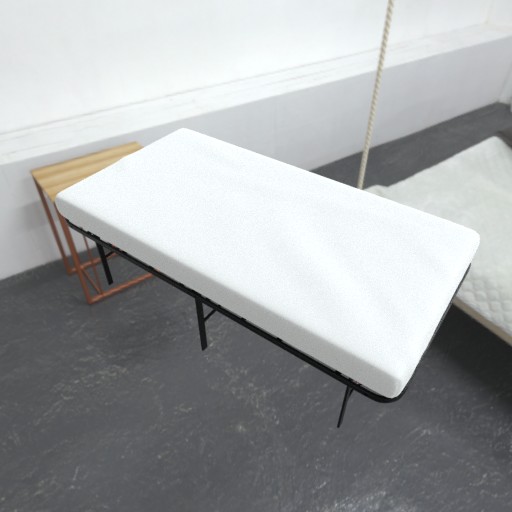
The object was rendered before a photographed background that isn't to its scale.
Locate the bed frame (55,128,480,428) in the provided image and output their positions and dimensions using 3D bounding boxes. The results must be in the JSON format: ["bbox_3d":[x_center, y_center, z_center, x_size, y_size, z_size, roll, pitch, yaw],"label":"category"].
[{"bbox_3d":[0.000,0.000,2.339,1.903,0.619,0.989,26,48,26],"label":"bed frame"}]
